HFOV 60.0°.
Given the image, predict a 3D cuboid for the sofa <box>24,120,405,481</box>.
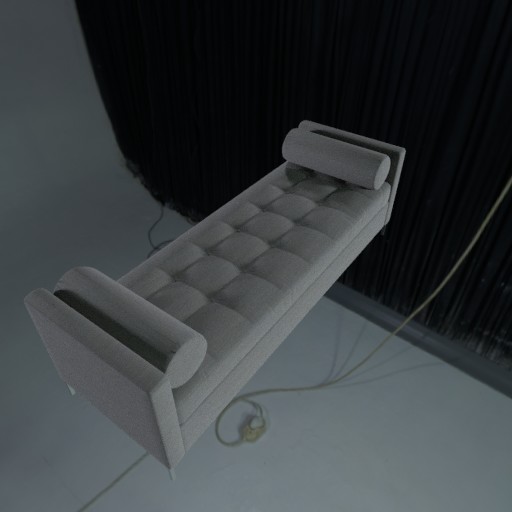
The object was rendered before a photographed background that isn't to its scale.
[{"bbox_3d":[0.000,0.000,2.270,0.686,0.635,1.981,26,47,27],"label":"sofa"}]
